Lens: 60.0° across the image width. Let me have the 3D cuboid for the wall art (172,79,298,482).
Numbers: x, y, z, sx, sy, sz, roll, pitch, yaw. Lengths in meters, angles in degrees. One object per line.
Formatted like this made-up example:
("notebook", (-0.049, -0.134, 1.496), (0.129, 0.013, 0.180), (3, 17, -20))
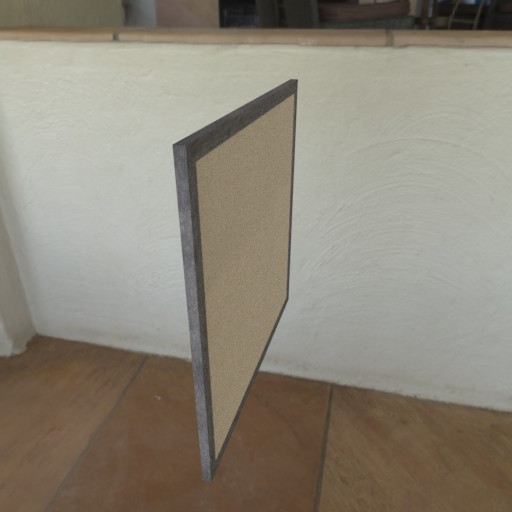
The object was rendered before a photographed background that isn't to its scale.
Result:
("wall art", (0.000, 0.000, 0.683), (0.013, 0.457, 0.457), (8, 30, 15))
